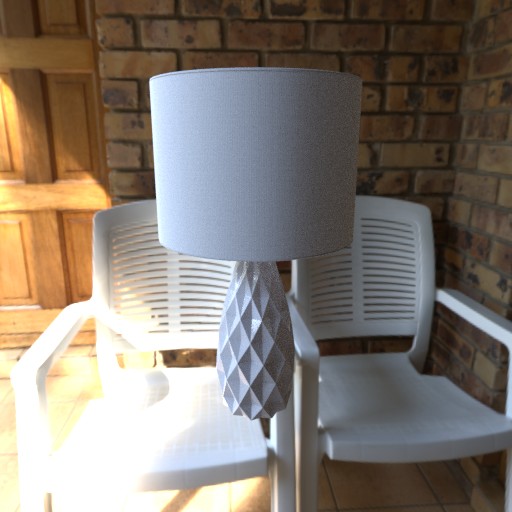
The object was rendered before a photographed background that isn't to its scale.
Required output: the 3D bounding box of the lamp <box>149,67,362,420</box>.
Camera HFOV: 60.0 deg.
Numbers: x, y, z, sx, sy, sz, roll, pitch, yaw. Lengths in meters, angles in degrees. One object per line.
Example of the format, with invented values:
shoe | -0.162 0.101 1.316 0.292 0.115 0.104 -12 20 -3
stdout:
lamp | 0.000 0.000 0.701 0.297 0.522 0.297 0 15 0
